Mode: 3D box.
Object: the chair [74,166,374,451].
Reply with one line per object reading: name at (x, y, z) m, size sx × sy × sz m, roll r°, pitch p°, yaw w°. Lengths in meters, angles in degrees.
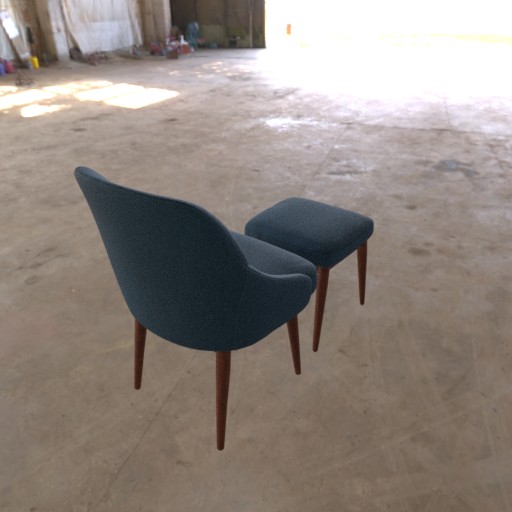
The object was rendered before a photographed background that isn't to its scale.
chair at (0.000, 0.000, 1.585) m, size 0.584 × 0.866 × 1.114 m, roll 21°, pitch 36°, yaw 33°
